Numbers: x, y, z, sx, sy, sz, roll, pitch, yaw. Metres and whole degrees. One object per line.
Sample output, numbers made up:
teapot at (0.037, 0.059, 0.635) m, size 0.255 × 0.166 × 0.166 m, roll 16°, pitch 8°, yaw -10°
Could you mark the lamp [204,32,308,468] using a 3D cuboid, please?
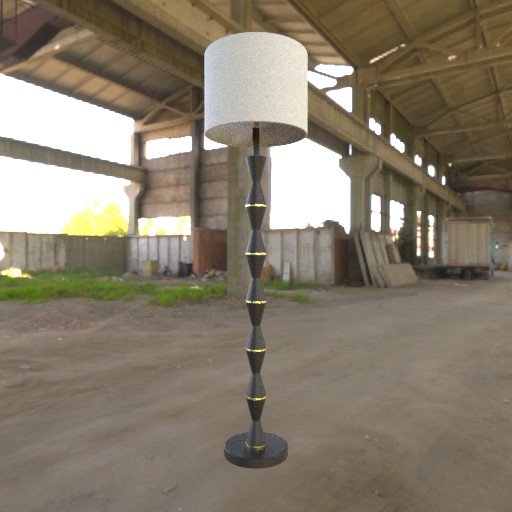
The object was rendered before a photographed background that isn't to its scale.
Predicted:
lamp at (0.000, 0.000, 1.656) m, size 0.381 × 1.480 × 0.381 m, roll 0°, pitch 1°, yaw -1°
